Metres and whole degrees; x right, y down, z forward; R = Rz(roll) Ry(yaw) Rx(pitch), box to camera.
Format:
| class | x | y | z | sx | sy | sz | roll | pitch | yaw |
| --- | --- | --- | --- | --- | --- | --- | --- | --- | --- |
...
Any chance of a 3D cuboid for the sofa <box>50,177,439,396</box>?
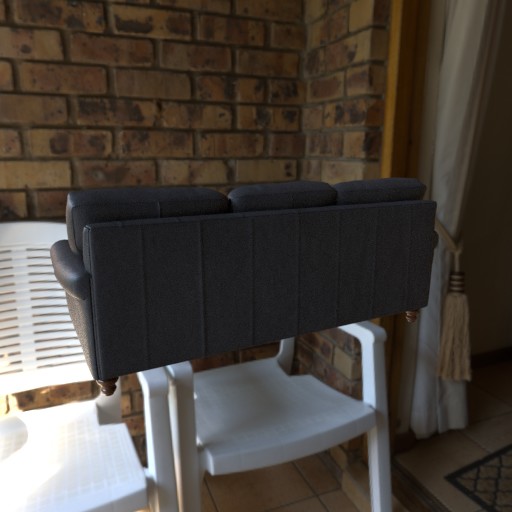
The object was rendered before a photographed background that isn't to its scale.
| class | x | y | z | sx | sy | sz | roll | pitch | yaw |
| --- | --- | --- | --- | --- | --- | --- | --- | --- | --- |
| sofa | 0.000 | 0.000 | 2.854 | 2.387 | 0.977 | 0.974 | -7 | 15 | -27 |
